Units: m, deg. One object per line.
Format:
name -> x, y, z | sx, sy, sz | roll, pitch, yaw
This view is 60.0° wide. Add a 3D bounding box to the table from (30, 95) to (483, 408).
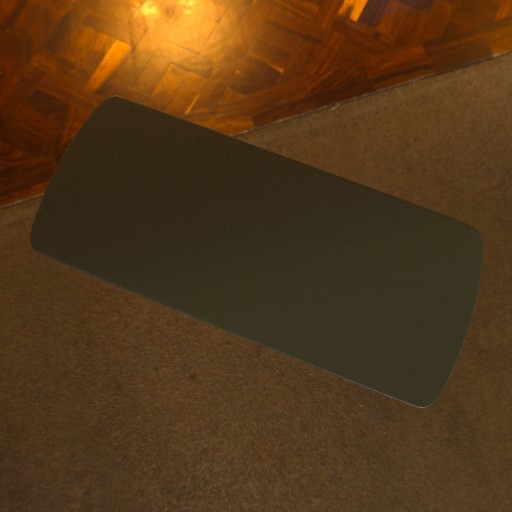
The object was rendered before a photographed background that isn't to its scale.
table -> 0.000, 0.000, 1.553 | 1.333, 0.457, 0.571 | 21, 78, 5
